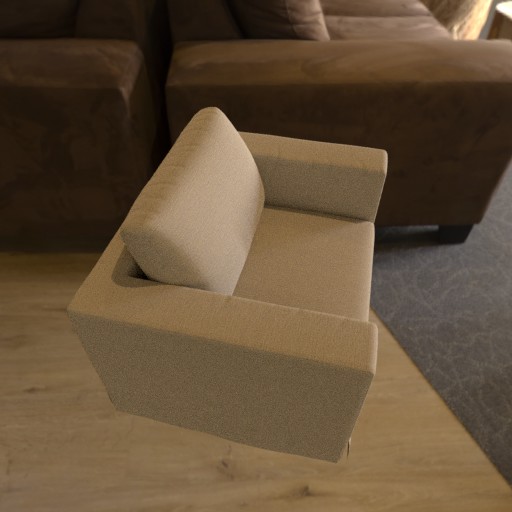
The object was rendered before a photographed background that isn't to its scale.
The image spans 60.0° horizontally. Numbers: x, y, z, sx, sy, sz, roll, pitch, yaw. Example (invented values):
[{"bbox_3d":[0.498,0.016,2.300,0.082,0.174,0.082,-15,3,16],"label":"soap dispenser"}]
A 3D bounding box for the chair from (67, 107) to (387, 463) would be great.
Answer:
[{"bbox_3d":[0.000,0.000,1.782,0.957,0.878,1.150,10,47,9],"label":"chair"}]
